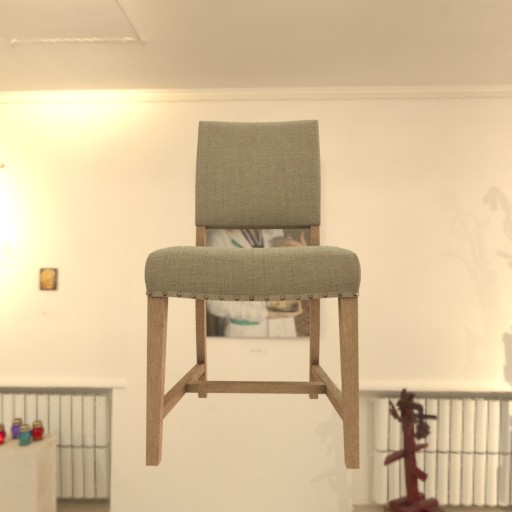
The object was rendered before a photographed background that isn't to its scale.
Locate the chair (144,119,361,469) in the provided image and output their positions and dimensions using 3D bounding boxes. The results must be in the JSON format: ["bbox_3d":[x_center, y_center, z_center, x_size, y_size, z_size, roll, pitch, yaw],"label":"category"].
[{"bbox_3d":[0.000,0.000,1.331,0.508,0.986,0.622,0,-1,2],"label":"chair"}]
